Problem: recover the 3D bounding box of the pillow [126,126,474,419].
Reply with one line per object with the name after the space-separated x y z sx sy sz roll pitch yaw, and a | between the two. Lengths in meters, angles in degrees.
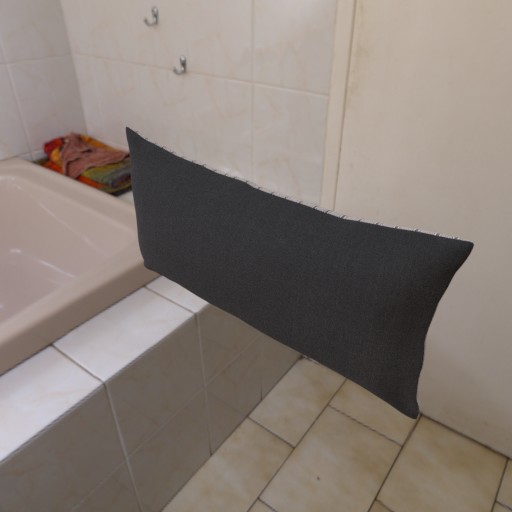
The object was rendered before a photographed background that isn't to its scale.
0.000 0.000 0.717 0.609 0.305 0.151 24 40 32 | pillow
